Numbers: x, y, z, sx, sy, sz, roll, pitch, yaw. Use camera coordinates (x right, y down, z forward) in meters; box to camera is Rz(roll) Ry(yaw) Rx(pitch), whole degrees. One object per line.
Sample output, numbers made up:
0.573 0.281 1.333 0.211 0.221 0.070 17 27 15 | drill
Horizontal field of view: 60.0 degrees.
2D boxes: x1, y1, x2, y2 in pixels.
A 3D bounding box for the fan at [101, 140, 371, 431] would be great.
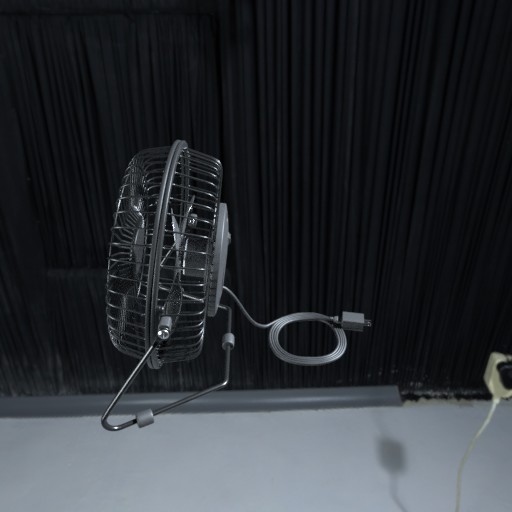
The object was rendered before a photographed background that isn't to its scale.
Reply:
0.000 0.000 0.369 0.227 0.188 0.209 -1 27 -1 | fan
